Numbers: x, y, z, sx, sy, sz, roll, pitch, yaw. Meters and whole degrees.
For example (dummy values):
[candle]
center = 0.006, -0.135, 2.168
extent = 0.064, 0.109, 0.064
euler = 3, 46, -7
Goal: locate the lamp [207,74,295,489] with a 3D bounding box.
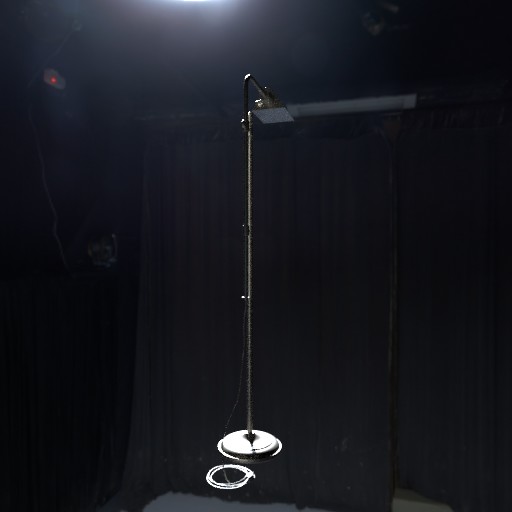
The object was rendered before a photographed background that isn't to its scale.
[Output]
[lamp]
center = 0.000, 0.000, 1.886
extent = 0.256, 1.571, 0.813
euler = 0, 0, 17
